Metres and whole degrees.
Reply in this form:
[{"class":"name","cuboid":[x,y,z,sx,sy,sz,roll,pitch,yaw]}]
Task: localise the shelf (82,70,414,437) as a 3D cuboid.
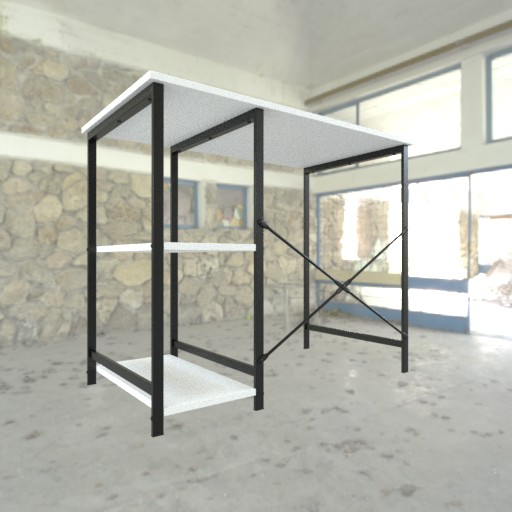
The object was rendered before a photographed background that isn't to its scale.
[{"class":"shelf","cuboid":[0.000,0.000,1.364,0.902,0.750,0.498,0,0,-36]}]
